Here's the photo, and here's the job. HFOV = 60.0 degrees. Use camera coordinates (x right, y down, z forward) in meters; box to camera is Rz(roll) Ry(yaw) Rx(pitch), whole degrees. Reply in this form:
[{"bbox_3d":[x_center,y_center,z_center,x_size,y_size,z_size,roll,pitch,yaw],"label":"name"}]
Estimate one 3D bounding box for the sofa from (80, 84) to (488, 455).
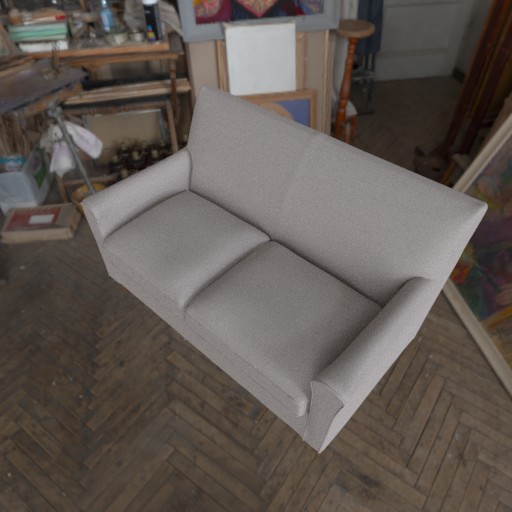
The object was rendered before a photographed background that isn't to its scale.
[{"bbox_3d":[0.000,0.000,2.029,1.482,0.890,0.888,33,54,28],"label":"sofa"}]
